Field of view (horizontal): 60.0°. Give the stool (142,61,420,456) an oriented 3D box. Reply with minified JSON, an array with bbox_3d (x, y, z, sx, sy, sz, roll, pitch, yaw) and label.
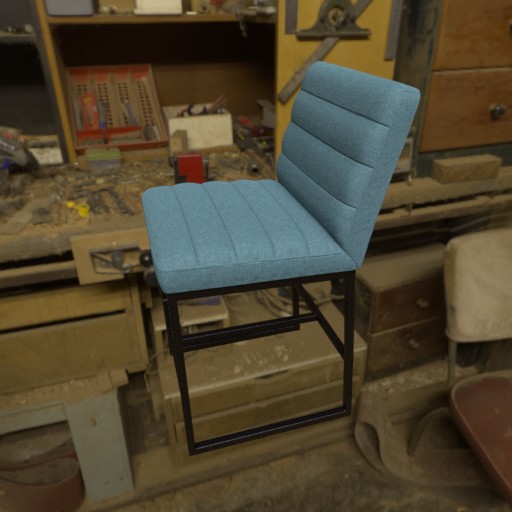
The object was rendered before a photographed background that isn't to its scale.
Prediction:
[{"bbox_3d":[0.000,0.000,1.221,0.560,0.940,0.460,-8,31,-14],"label":"stool"}]
